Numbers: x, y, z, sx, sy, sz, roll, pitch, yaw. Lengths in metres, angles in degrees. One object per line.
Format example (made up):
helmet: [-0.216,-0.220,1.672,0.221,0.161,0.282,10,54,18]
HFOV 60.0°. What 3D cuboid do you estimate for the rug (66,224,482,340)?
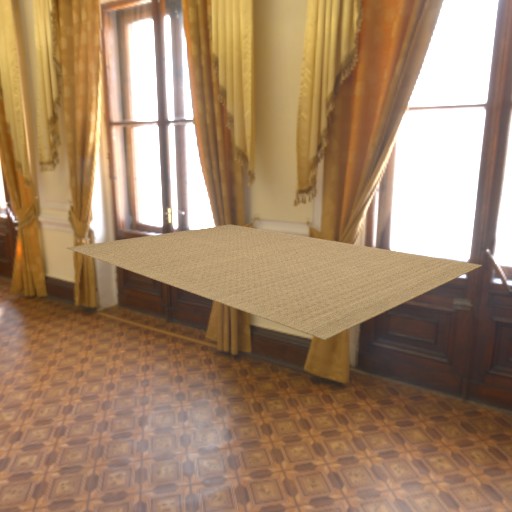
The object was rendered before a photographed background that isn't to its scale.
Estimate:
rug: [0.000,0.000,3.696,1.981,0.006,2.895,-12,18,-43]
